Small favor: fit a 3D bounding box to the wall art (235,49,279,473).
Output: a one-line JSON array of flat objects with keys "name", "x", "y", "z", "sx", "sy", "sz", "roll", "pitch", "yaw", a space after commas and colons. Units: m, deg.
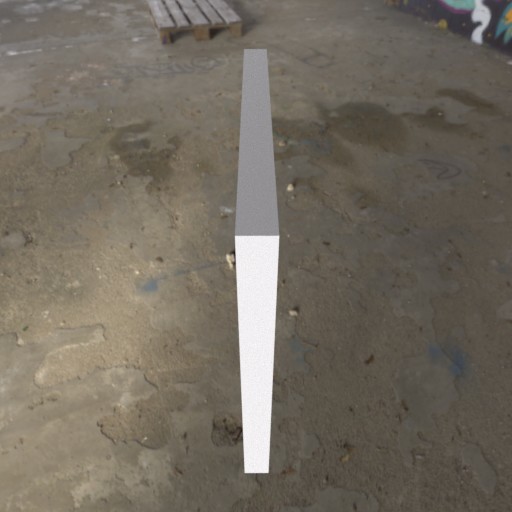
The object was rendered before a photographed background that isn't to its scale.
[{"name": "wall art", "x": 0.000, "y": 0.000, "z": 0.524, "sx": 0.027, "sy": 0.355, "sz": 0.355, "roll": 0, "pitch": 42, "yaw": 0}]
